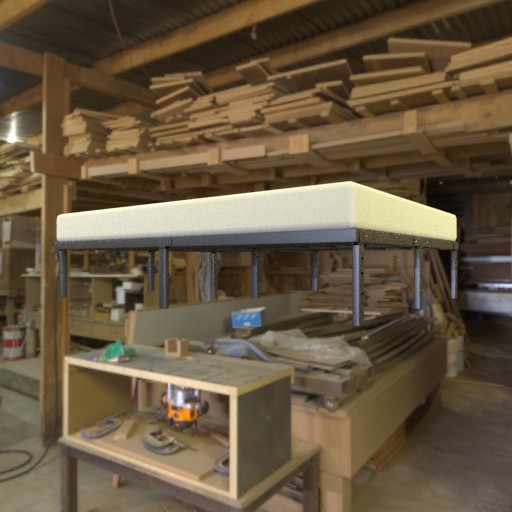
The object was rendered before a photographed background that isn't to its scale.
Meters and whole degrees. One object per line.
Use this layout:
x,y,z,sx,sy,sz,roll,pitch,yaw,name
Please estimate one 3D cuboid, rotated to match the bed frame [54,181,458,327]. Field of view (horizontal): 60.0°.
0.000,0.000,3.598,2.635,0.680,1.990,0,-1,37,bed frame
